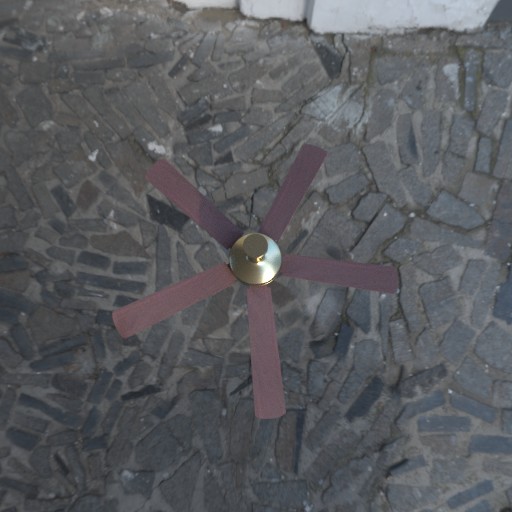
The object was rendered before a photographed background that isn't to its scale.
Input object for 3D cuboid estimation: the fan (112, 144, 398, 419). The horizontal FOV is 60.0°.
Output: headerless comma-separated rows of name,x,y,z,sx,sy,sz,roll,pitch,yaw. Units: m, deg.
fan,0.000,0.000,2.008,1.321,0.356,1.321,18,76,4
